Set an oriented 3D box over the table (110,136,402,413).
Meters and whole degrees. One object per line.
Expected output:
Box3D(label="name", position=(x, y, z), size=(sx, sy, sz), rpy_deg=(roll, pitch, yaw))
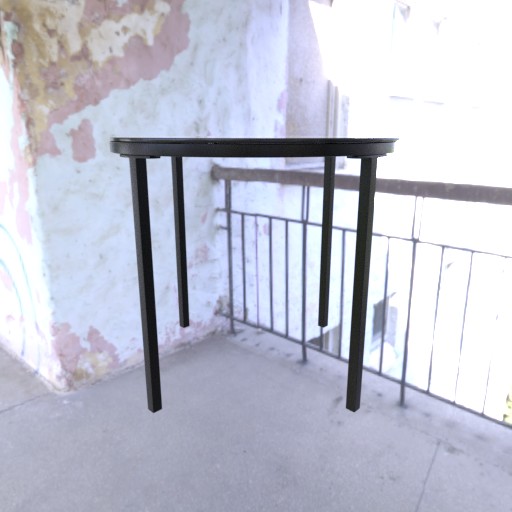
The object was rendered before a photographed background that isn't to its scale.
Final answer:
Box3D(label="table", position=(0.000, 0.000, 0.852), size=(0.499, 0.443, 0.499), rpy_deg=(0, 15, 0))
